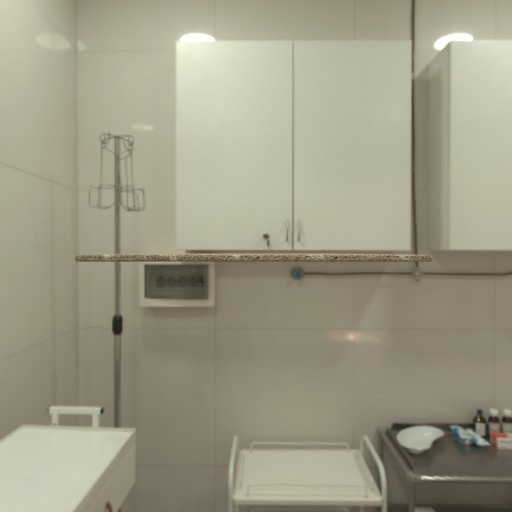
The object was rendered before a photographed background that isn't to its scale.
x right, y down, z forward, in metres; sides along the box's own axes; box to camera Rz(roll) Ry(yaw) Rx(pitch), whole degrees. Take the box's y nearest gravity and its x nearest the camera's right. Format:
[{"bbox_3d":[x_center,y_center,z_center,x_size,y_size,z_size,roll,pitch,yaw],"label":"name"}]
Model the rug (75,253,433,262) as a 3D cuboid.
[{"bbox_3d":[0.000,0.000,3.088,1.524,0.030,2.438,0,0,1],"label":"rug"}]
